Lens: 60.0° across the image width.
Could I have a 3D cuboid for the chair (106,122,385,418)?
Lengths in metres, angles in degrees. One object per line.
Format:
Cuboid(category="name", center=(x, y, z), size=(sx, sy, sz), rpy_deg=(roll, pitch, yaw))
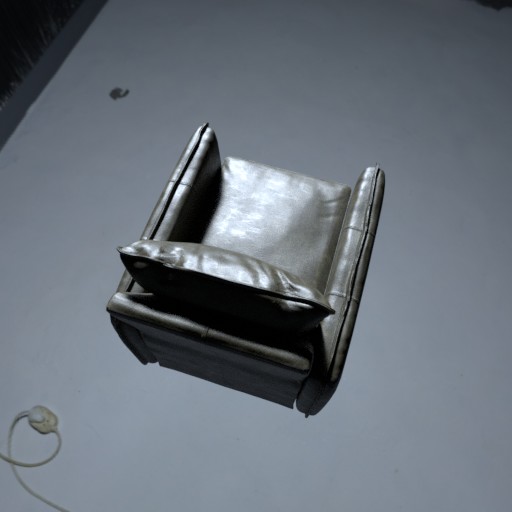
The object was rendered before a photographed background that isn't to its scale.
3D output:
Cuboid(category="chair", center=(0.000, 0.000, 1.665), size=(0.830, 0.921, 0.921), rpy_deg=(16, 63, 8))
